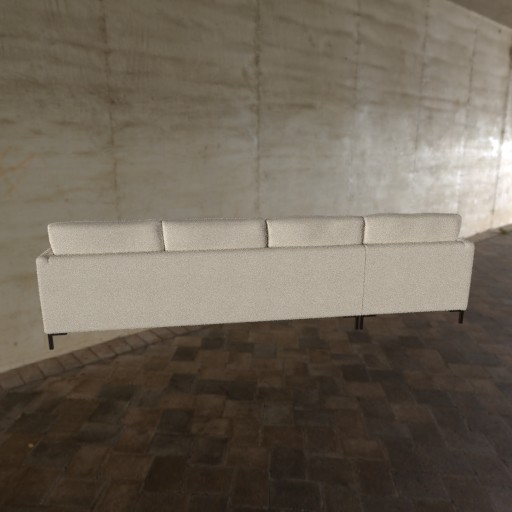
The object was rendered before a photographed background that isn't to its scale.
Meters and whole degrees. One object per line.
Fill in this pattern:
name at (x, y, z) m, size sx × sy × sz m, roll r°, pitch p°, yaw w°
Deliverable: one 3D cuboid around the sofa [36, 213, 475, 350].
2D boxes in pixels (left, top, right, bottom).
sofa at (0.000, 0.000, 3.847) m, size 3.186 × 0.875 × 1.467 m, roll -2°, pitch 14°, yaw -8°
